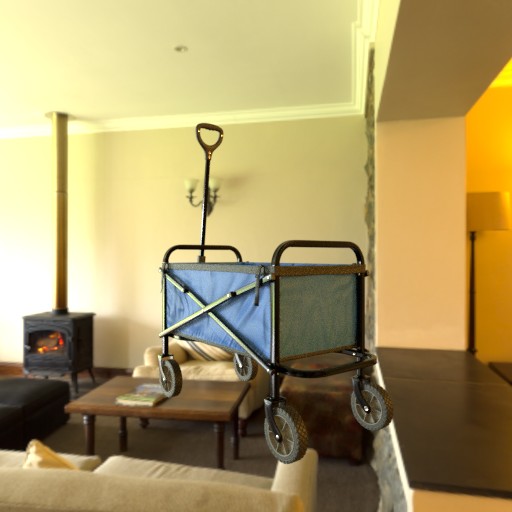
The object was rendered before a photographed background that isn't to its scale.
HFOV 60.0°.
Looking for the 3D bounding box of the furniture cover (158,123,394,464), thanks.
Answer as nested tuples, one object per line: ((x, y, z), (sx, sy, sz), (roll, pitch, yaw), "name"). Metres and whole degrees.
((0.000, 0.000, 1.877), (0.532, 1.295, 1.038), (0, 0, -37), "furniture cover")
